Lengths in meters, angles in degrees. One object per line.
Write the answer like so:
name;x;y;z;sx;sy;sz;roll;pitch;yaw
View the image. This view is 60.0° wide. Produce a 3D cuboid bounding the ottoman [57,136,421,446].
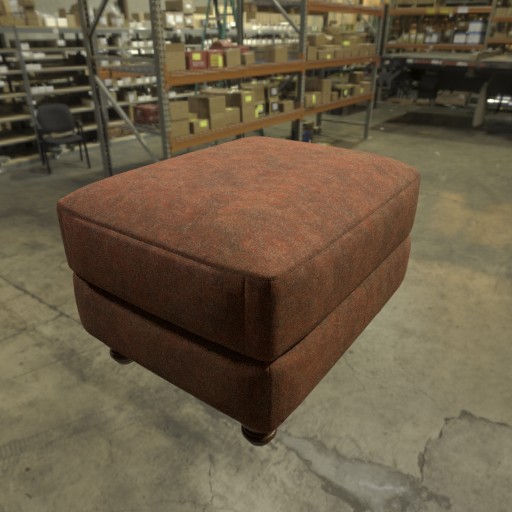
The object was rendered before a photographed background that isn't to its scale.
ottoman;0.000;0.000;1.162;0.635;0.508;0.787;18;32;32
